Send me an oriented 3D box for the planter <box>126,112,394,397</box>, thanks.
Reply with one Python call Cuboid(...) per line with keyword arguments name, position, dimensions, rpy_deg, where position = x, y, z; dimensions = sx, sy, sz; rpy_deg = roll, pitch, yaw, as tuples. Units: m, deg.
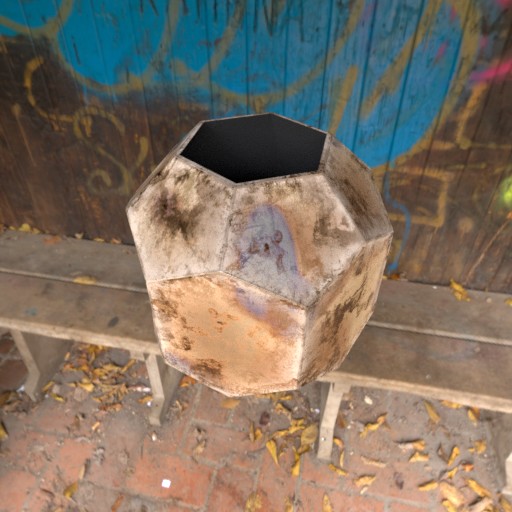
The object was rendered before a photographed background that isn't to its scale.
Cuboid(name="planter", position=(0.000, 0.000, 0.434), dimensions=(0.221, 0.238, 0.243), rpy_deg=(-11, 42, -13))
